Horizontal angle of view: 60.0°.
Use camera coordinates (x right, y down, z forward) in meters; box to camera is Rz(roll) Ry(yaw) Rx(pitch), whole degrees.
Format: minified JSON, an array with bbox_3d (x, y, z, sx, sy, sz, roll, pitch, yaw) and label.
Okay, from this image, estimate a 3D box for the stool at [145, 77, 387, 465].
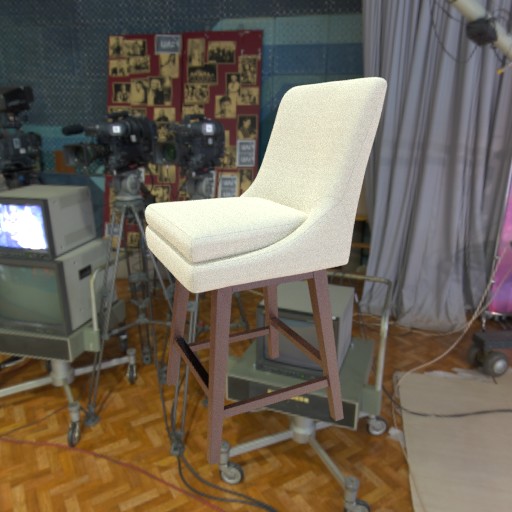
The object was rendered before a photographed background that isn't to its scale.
[{"bbox_3d":[0.000,0.000,1.329,0.559,0.991,0.483,-8,19,-25],"label":"stool"}]
